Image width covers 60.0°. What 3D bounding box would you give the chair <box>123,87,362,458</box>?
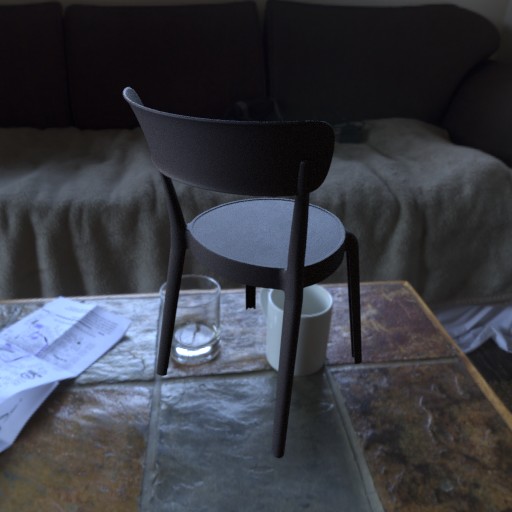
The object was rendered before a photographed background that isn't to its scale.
[{"bbox_3d":[0.000,0.000,1.113,0.506,0.790,0.491,22,37,33],"label":"chair"}]
